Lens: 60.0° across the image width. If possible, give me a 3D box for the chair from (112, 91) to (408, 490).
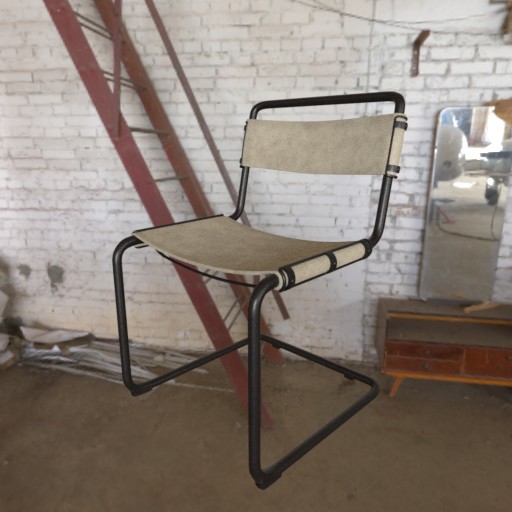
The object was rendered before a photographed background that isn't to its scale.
[{"bbox_3d":[0.000,0.000,1.054,0.499,0.747,0.497,14,20,42],"label":"chair"}]
